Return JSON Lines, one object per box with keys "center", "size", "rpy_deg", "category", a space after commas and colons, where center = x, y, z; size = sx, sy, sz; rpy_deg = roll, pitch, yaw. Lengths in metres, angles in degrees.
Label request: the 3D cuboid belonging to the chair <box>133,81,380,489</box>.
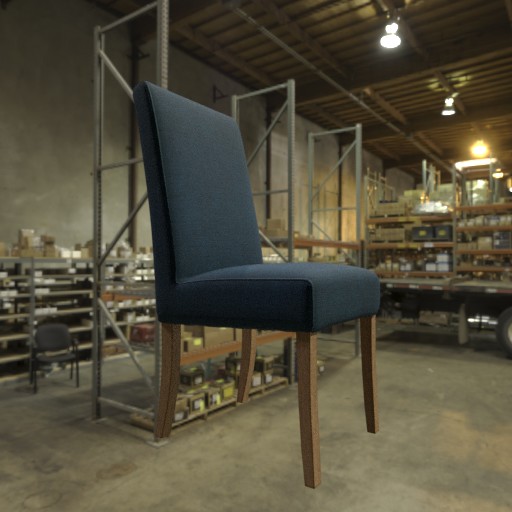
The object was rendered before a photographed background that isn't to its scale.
{"center": [0.000, 0.000, 1.318], "size": [0.610, 1.029, 0.450], "rpy_deg": [0, -1, 35], "category": "chair"}
